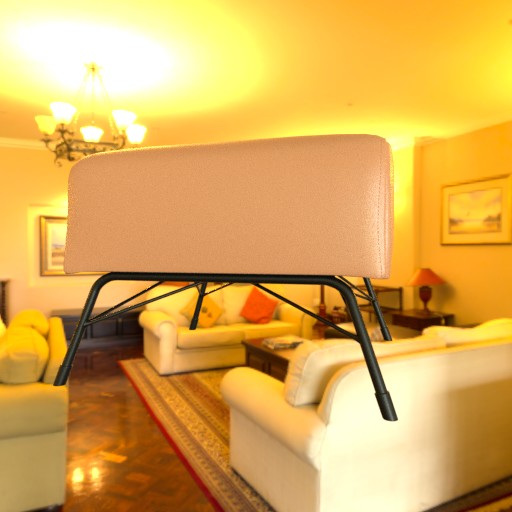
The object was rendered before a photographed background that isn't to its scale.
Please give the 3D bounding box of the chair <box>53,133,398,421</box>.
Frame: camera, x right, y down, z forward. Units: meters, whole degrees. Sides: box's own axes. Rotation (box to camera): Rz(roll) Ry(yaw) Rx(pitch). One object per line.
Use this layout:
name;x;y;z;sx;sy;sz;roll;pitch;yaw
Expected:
chair;0.000;0.000;0.885;0.530;0.410;0.530;0;1;16
